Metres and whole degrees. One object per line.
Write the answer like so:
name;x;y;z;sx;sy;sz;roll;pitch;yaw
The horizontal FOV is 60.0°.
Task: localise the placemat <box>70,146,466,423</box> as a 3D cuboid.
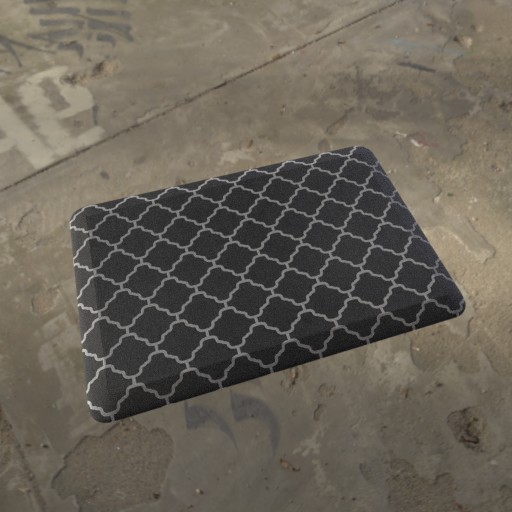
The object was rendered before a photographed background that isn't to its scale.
placemat;0.000;0.000;0.960;0.762;0.021;0.508;-14;58;-9
